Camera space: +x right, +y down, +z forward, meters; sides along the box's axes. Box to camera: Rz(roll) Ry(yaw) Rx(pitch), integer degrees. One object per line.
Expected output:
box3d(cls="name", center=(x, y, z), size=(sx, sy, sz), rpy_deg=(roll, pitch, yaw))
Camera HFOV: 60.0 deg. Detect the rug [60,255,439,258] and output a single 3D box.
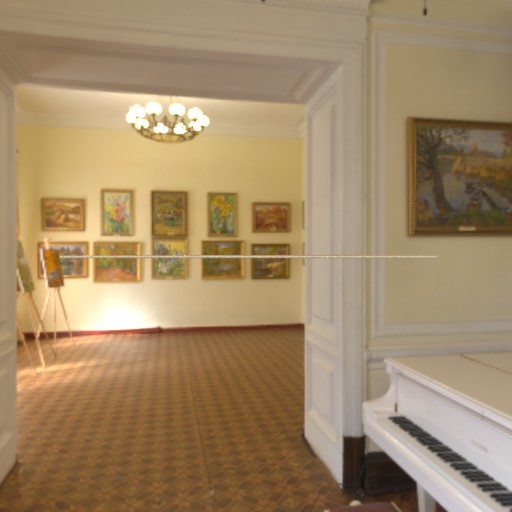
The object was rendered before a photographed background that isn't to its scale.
box3d(cls="rug", center=(0.000, 0.000, 1.075), size=(0.556, 0.004, 0.868), rpy_deg=(0, 0, 2))
